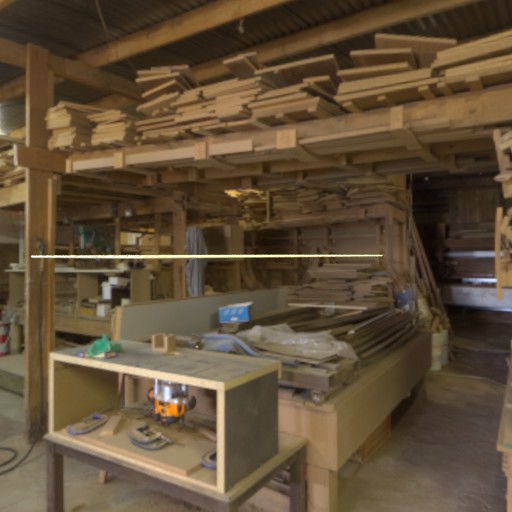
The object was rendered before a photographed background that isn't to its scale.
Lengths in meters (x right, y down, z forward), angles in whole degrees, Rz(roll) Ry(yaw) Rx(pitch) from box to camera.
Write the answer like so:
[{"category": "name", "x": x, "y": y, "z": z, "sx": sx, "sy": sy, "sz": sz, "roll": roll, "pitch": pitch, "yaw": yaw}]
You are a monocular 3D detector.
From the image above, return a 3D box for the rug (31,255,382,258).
[{"category": "rug", "x": 0.000, "y": 0.000, "z": 2.760, "sx": 0.750, "sy": 0.009, "sz": 2.435, "roll": 0, "pitch": 0, "yaw": 35}]
